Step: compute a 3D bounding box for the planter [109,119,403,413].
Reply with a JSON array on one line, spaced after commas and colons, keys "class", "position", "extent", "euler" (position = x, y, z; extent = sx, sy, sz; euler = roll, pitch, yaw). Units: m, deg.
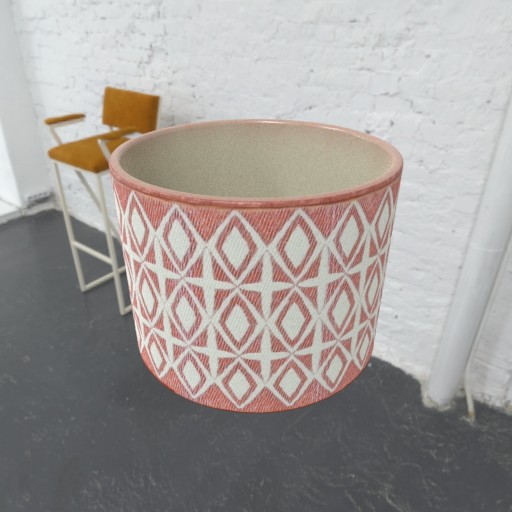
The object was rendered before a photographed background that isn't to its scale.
[{"class": "planter", "position": [0.000, 0.000, 0.483], "extent": [0.273, 0.237, 0.273], "euler": [0, 29, 0]}]
